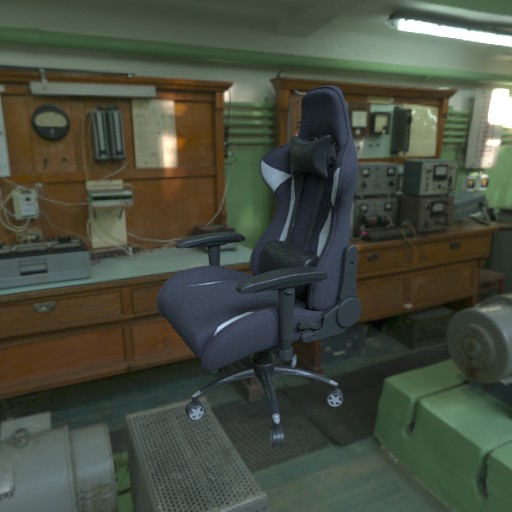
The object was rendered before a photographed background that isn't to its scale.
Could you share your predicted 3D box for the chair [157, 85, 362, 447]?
[{"bbox_3d":[0.000,0.000,1.767,0.695,1.300,0.730,-7,17,-26],"label":"chair"}]
